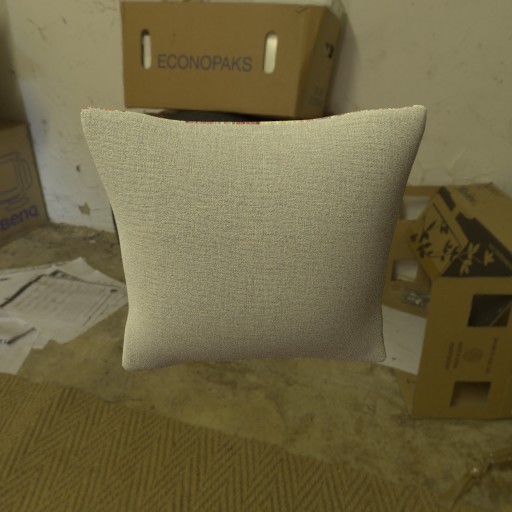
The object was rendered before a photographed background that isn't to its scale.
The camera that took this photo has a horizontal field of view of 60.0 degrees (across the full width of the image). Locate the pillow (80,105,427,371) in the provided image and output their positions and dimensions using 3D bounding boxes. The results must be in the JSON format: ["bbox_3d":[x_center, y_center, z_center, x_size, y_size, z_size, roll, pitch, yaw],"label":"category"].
[{"bbox_3d":[0.000,0.000,0.643,0.437,0.419,0.136,-1,28,-2],"label":"pillow"}]
